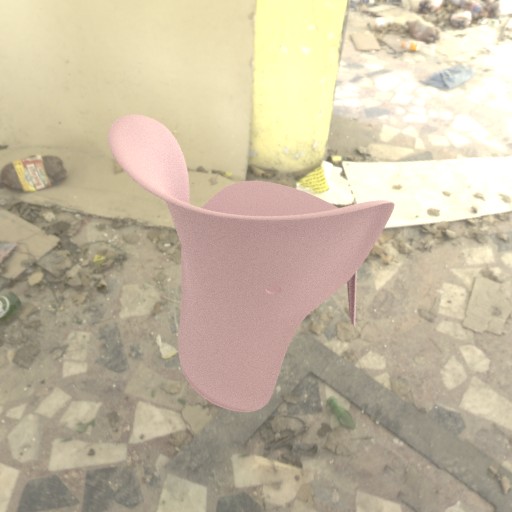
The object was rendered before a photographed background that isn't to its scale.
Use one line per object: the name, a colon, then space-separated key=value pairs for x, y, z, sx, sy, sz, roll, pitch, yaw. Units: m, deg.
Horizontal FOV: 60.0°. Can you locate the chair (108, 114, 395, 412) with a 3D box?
chair: x=0.000 y=0.000 z=0.865 sx=0.451 sy=0.554 sz=0.402 roll=24 pitch=50 yaw=22
